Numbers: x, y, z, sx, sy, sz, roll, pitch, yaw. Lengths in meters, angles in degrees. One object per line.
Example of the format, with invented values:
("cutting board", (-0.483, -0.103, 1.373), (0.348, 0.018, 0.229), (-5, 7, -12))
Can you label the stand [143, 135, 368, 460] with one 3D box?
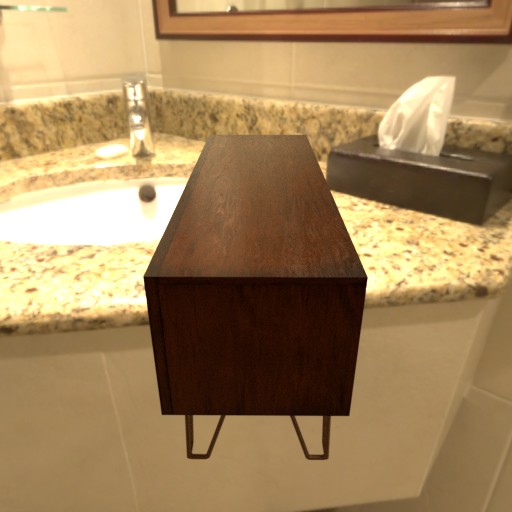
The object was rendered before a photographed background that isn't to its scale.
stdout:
("stand", (0.000, 0.000, 1.672), (0.481, 0.610, 1.372), (0, 27, 0))
